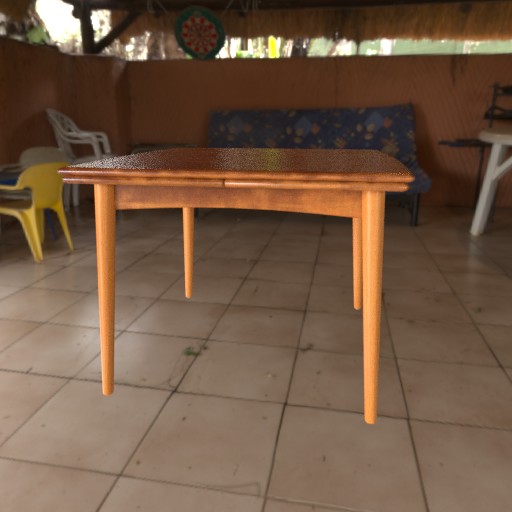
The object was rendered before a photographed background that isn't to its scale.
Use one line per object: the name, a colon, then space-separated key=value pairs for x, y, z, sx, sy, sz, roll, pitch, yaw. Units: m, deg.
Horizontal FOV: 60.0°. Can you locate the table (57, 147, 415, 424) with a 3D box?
table: x=0.000 y=0.000 z=1.713 sx=0.991 sy=0.754 sz=0.991 roll=3 pitch=17 yaw=9
